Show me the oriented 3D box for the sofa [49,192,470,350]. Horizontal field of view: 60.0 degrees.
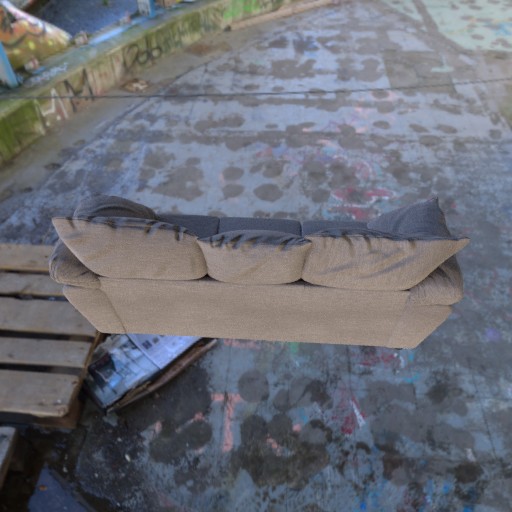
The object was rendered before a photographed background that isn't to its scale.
[{"bbox_3d":[0.000,0.000,2.863,2.390,1.043,0.927,3,47,2],"label":"sofa"}]
